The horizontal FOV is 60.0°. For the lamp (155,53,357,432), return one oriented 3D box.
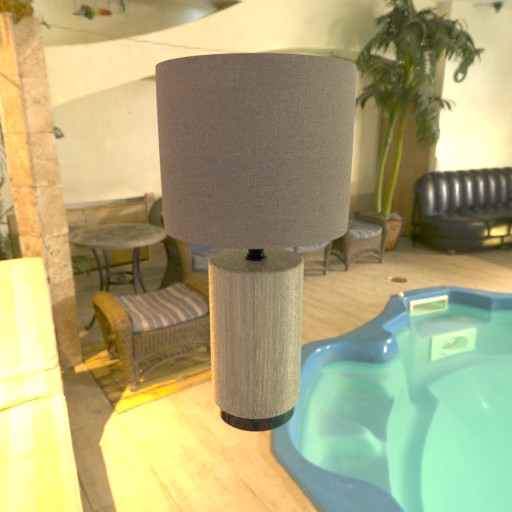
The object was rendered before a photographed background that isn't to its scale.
[{"bbox_3d":[0.000,0.000,0.569,0.228,0.444,0.228,-9,18,-28],"label":"lamp"}]
